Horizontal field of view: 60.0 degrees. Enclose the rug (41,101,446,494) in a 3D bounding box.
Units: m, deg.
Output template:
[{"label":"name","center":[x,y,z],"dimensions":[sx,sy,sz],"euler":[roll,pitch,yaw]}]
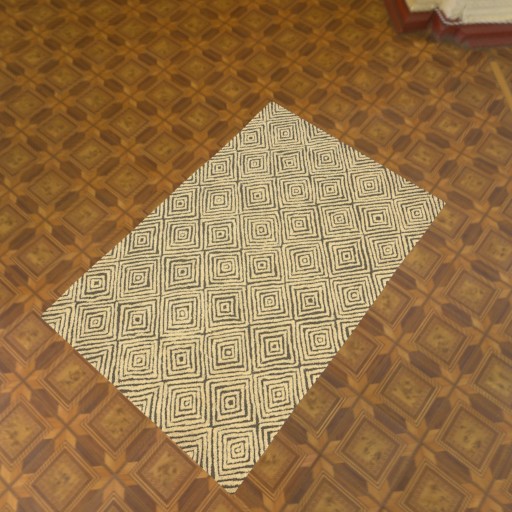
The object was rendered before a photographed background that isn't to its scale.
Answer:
[{"label":"rug","center":[0.000,0.000,2.203],"dimensions":[1.177,0.004,1.750],"euler":[36,69,16]}]
